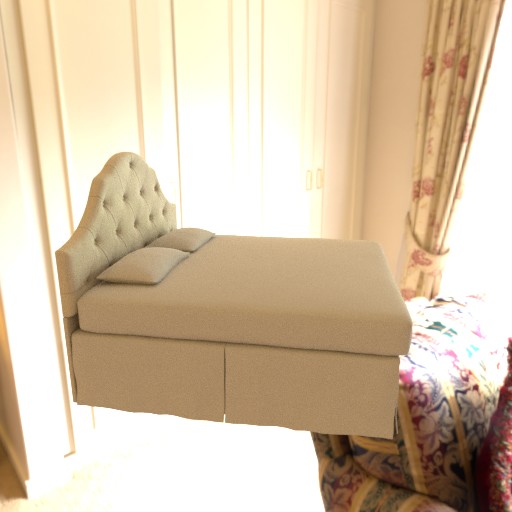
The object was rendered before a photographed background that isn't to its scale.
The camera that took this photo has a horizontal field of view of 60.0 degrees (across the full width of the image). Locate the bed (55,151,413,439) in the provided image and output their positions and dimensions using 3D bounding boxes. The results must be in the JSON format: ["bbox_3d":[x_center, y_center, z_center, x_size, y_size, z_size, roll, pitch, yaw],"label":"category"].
[{"bbox_3d":[0.000,0.000,3.420,2.086,1.555,2.012,3,16,9],"label":"bed"}]
